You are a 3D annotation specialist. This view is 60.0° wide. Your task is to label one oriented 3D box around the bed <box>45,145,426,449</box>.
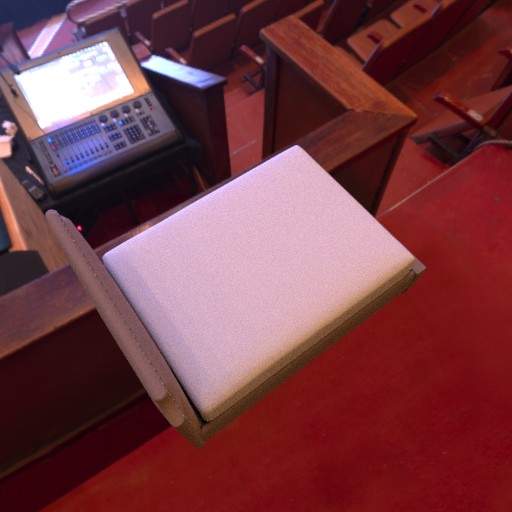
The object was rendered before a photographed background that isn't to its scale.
[{"bbox_3d":[0.000,0.000,3.519,2.372,1.443,1.713,-33,66,-17],"label":"bed"}]
